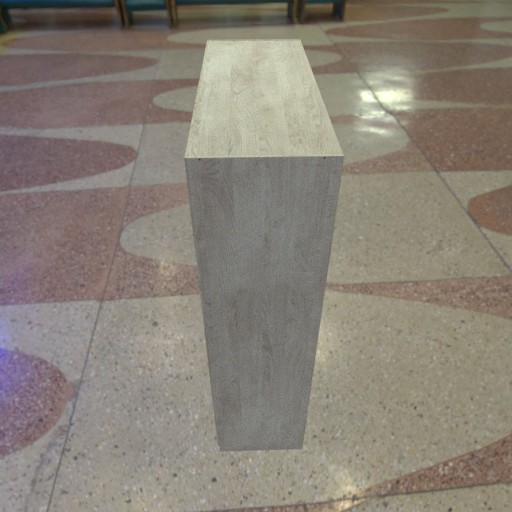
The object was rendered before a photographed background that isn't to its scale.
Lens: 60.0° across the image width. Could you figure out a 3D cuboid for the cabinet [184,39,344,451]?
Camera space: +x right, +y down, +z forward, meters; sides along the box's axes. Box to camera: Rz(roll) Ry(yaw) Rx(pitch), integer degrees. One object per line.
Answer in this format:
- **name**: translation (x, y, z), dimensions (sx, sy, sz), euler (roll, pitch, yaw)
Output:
- **cabinet**: translation (0.000, 0.000, 2.478), dimensions (0.510, 1.910, 1.290), euler (-1, 41, -1)
